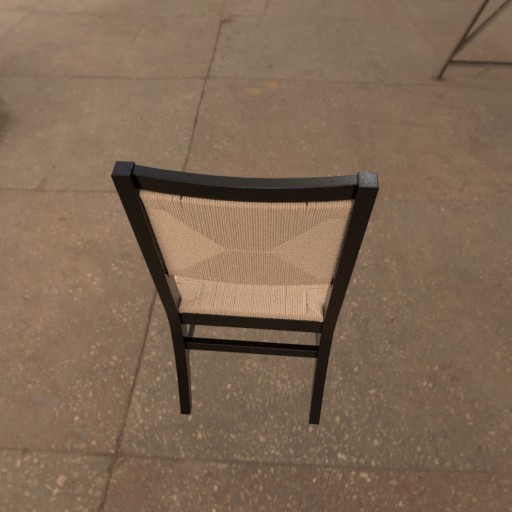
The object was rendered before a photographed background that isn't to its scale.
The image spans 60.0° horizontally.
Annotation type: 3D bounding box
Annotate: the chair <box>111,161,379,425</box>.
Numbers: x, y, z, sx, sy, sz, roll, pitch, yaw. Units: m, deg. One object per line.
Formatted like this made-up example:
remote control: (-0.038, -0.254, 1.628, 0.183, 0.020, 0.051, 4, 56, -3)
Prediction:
chair: (0.000, 0.000, 1.227, 0.437, 0.927, 0.552, 3, 47, 3)
